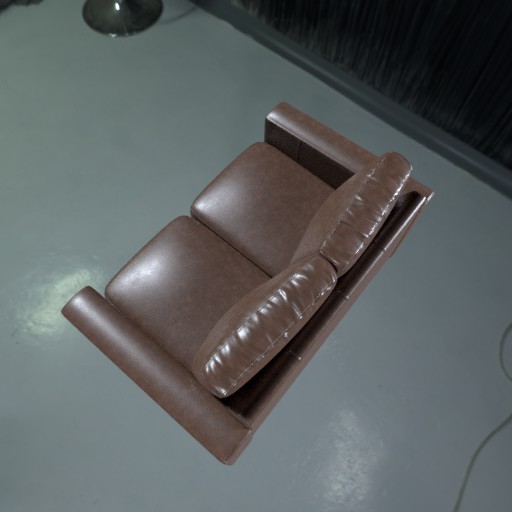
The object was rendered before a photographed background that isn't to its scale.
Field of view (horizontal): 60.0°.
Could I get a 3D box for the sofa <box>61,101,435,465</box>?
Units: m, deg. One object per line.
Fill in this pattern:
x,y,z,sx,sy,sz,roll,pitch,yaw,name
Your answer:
0.000,0.000,2.201,1.016,0.873,1.616,36,70,16,sofa
